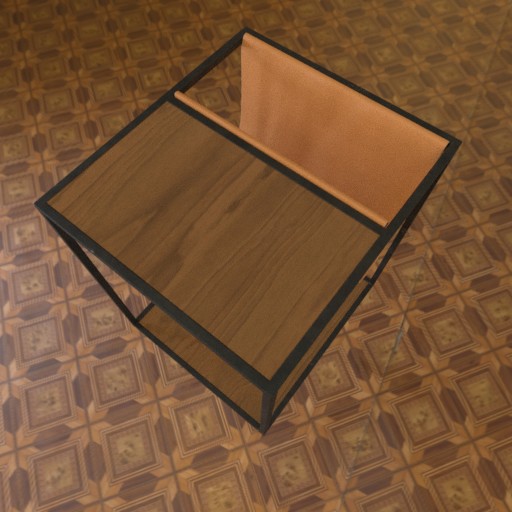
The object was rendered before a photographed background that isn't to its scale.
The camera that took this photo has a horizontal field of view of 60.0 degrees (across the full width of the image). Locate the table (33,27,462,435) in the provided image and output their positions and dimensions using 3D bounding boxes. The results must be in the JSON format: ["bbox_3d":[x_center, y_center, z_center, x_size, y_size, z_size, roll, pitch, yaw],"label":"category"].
[{"bbox_3d":[0.000,0.000,0.847,0.399,0.536,0.450,35,69,16],"label":"table"}]
